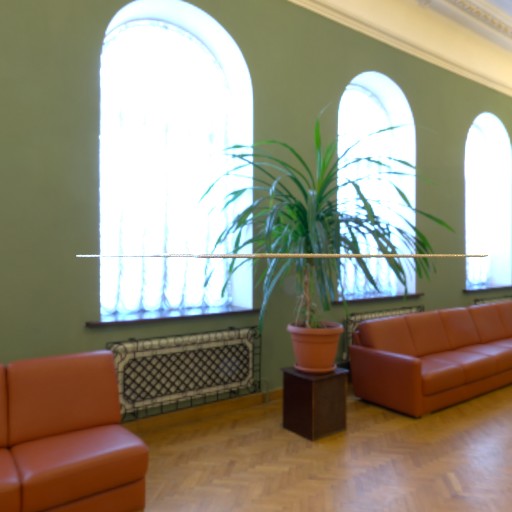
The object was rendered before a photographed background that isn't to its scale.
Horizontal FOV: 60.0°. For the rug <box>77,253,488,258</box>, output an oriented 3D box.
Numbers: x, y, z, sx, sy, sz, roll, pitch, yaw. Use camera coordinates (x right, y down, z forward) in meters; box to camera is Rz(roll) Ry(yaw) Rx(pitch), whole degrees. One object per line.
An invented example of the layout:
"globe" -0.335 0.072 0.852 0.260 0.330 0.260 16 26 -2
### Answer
"rug" 0.000 0.000 4.795 2.734 0.037 3.659 0 0 -38
